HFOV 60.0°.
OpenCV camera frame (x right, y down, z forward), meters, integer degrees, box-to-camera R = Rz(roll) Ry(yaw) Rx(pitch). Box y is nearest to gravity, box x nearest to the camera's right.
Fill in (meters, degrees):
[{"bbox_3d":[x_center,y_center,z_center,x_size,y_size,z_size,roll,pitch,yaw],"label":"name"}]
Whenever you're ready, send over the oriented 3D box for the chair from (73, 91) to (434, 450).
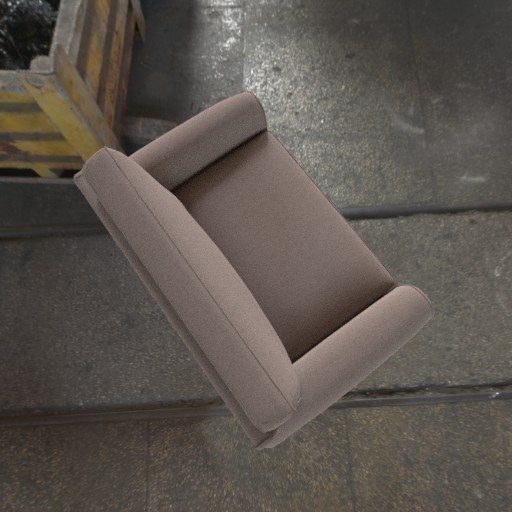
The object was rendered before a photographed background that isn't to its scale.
[{"bbox_3d":[0.000,0.000,2.033,0.930,0.930,1.390,-35,77,-9],"label":"chair"}]
